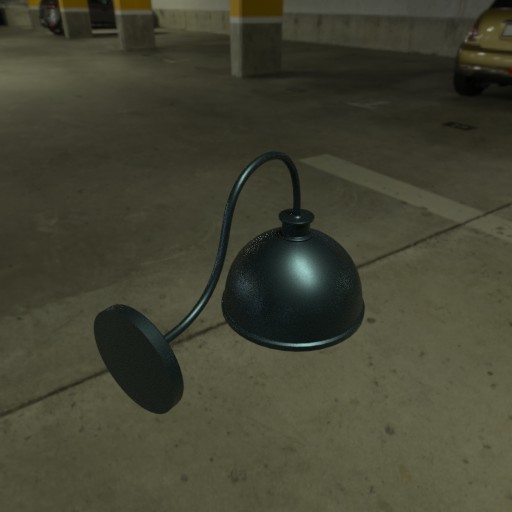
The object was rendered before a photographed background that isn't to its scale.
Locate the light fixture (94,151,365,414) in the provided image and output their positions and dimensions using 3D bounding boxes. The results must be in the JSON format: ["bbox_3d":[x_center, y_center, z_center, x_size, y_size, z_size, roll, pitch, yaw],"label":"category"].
[{"bbox_3d":[0.000,0.000,0.647,0.253,0.295,0.467,21,36,32],"label":"light fixture"}]
